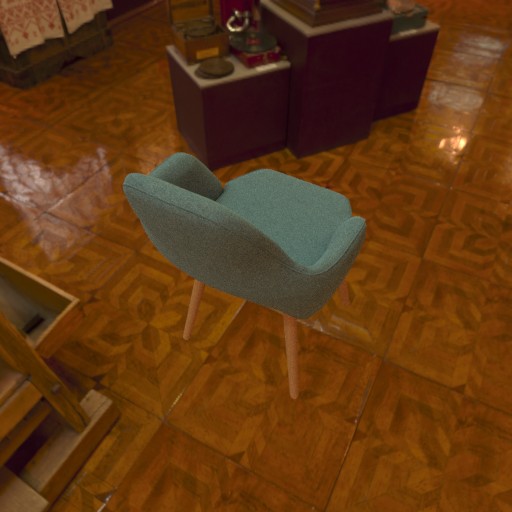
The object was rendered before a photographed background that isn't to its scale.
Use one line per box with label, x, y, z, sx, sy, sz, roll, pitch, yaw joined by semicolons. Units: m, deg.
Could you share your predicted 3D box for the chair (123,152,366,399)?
chair;0.000;0.000;1.315;0.589;0.920;0.666;24;52;20
